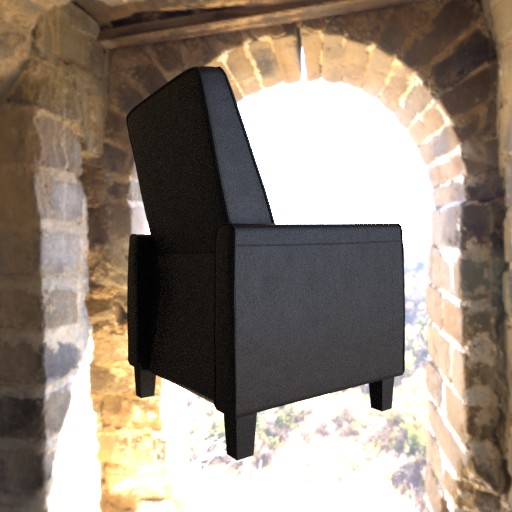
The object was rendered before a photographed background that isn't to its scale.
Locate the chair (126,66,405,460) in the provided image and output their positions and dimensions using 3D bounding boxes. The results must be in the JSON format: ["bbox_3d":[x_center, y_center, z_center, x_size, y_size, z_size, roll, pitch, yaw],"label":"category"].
[{"bbox_3d":[0.000,0.000,1.536,0.746,1.013,0.705,0,0,-37],"label":"chair"}]
